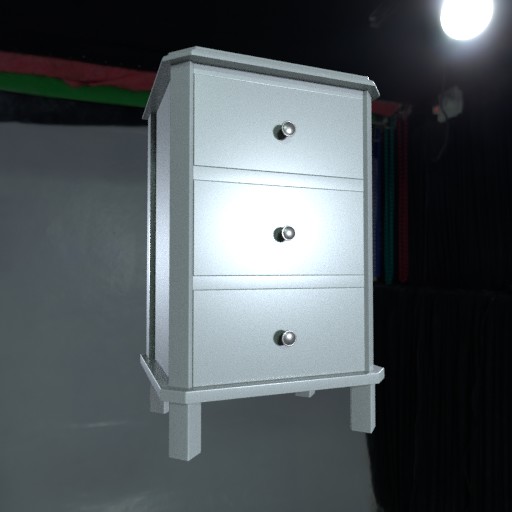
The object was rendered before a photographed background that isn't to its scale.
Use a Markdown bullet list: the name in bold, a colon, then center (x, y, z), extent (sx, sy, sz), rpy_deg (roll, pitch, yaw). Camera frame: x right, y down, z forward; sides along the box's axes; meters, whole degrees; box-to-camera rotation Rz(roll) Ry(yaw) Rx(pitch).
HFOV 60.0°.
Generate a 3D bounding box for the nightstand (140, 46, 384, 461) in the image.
- **nightstand**: center (0.000, 0.000, 0.934), extent (0.435, 0.680, 0.348), rpy_deg (1, -2, -20)
